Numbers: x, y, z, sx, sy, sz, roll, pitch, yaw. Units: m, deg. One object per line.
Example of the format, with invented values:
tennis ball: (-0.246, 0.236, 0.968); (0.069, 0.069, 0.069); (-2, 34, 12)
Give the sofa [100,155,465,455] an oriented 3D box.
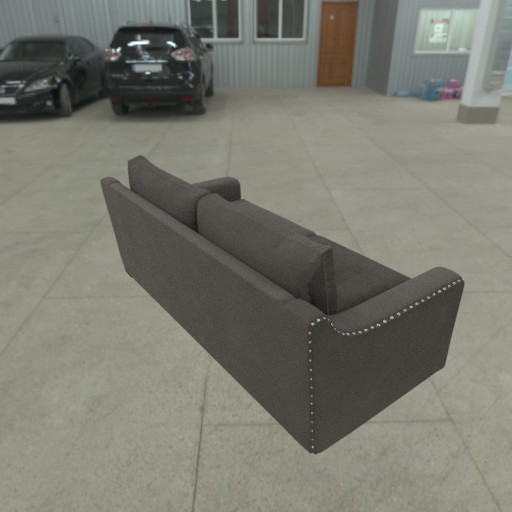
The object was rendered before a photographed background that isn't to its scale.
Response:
sofa: (0.000, 0.000, 3.296); (1.336, 1.196, 2.550); (-19, 33, -32)
